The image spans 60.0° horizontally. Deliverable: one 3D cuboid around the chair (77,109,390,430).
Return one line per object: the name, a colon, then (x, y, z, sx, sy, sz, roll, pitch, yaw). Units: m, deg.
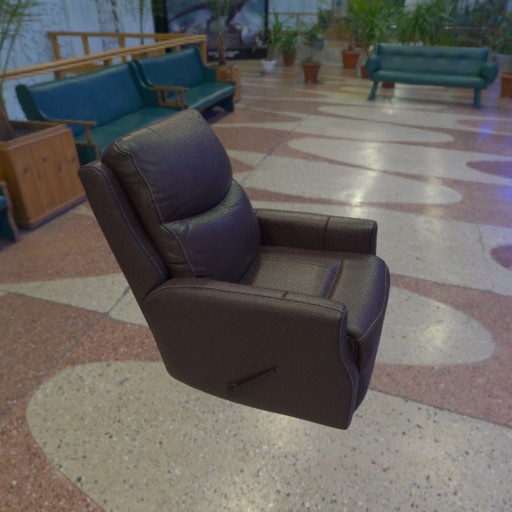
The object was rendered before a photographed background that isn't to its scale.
chair: (0.000, 0.000, 1.823, 1.080, 1.030, 0.829, 11, 32, 18)
